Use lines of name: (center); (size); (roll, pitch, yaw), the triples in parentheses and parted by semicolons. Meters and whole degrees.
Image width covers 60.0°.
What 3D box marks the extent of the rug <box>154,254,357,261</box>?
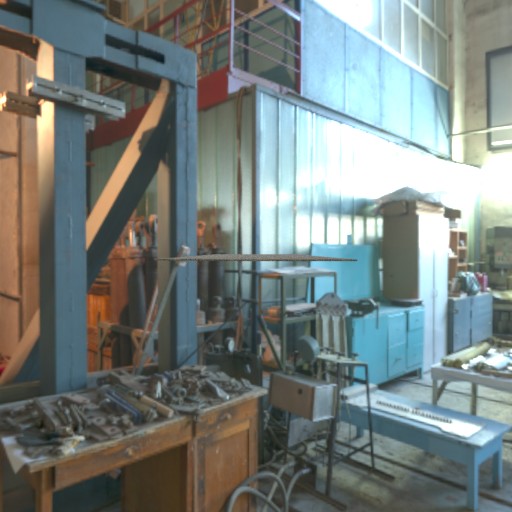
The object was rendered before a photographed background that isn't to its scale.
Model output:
rug: (0.000, 0.000, 2.740); (0.706, 0.009, 2.443); (0, 1, 0)
